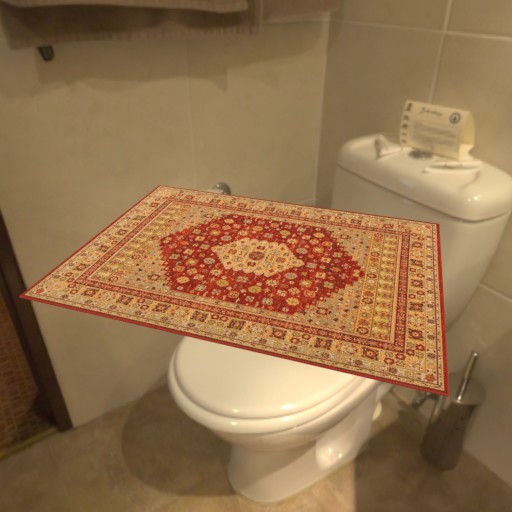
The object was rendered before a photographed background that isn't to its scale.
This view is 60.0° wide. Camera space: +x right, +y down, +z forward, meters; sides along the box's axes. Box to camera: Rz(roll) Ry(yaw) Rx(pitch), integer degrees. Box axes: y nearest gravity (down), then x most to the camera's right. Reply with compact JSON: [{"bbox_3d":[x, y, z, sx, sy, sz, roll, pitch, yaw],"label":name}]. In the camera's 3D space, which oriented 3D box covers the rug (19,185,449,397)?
[{"bbox_3d":[0.000,0.000,2.779,2.211,0.013,1.593,10,34,15],"label":"rug"}]
